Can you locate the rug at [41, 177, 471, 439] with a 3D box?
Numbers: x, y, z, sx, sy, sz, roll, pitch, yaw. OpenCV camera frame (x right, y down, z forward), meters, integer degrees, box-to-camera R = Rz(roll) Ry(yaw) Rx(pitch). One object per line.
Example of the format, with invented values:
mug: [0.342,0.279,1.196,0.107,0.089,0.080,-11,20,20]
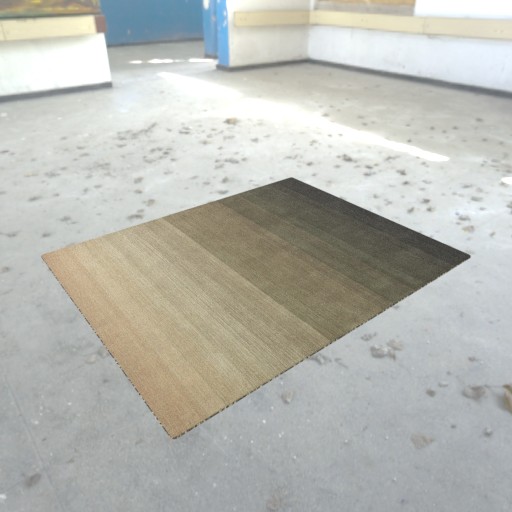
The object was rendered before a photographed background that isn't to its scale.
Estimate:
rug: [0.000,0.000,3.795,2.902,0.017,2.305,-22,38,-32]
